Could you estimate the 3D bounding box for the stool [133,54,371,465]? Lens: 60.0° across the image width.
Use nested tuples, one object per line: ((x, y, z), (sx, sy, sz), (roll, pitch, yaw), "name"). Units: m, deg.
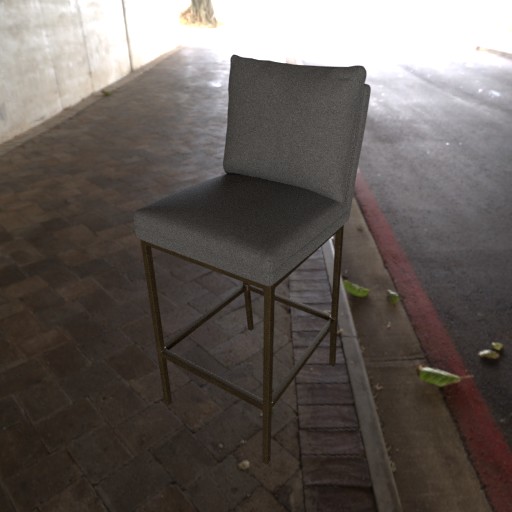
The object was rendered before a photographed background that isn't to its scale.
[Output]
((0.000, 0.000, 1.419), (0.463, 1.130, 0.569), (19, 35, 29), "stool")
